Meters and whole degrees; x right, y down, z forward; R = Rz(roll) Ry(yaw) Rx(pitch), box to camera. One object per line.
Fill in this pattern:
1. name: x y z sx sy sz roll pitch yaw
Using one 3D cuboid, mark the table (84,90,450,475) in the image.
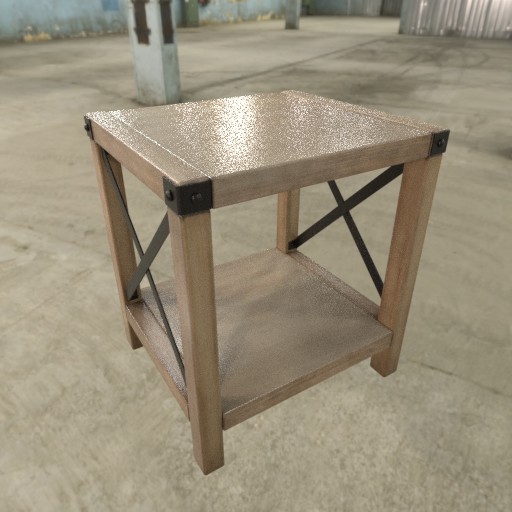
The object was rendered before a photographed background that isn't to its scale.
1. table: 0.000 0.000 0.932 0.510 0.561 0.459 -17 34 -27
